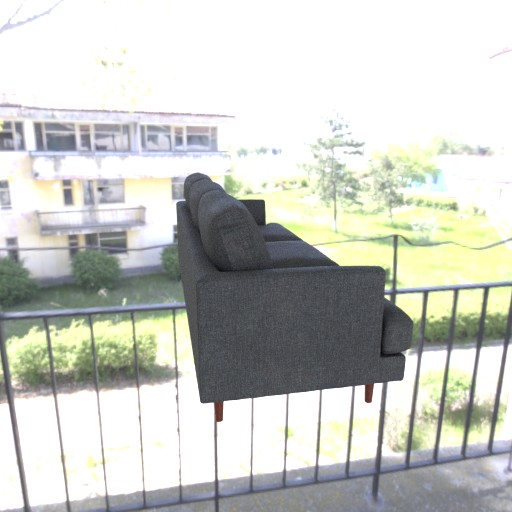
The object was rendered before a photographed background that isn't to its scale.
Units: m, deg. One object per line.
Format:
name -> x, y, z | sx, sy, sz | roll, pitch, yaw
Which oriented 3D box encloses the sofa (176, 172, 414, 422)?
sofa -> 0.000, 0.000, 2.785 | 0.903, 0.930, 2.246 | -3, 15, -11
